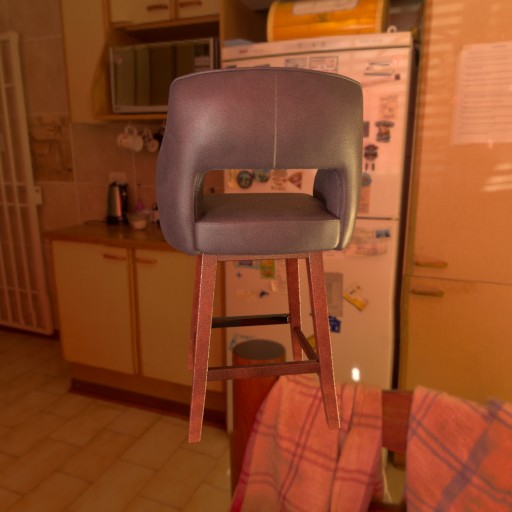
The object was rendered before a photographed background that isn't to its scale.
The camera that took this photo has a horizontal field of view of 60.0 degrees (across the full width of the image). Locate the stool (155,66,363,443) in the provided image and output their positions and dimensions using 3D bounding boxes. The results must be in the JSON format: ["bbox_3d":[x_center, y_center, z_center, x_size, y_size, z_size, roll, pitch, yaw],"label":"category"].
[{"bbox_3d":[0.000,0.000,1.290,0.550,0.936,0.560,-2,13,-9],"label":"stool"}]
